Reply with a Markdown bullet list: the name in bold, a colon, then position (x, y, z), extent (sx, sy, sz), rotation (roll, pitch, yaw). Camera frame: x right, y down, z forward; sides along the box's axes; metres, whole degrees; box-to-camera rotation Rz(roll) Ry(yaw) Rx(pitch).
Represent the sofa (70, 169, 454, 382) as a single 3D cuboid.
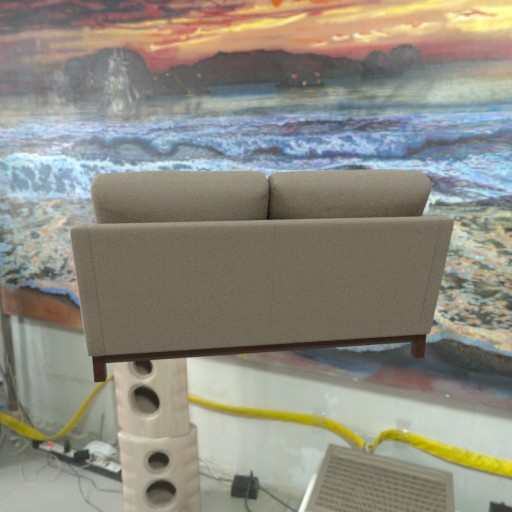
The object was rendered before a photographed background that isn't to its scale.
- **sofa**: position (0.000, 0.000, 2.326), extent (1.619, 0.910, 1.004), rotation (-2, 13, -9)
